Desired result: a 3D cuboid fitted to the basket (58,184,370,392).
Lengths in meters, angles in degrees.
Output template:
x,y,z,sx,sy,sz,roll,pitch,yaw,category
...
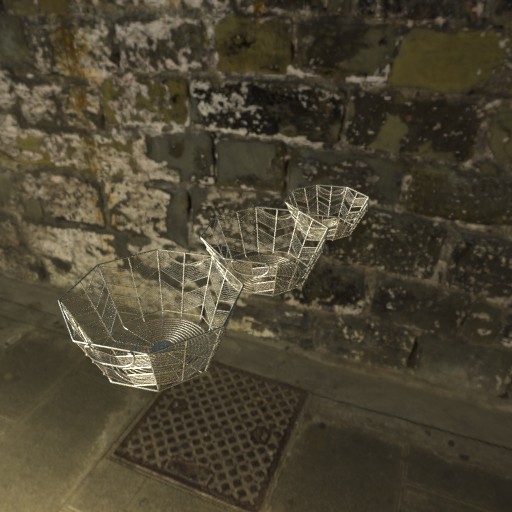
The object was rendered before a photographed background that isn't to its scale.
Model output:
x,y,z,sx,sy,sz,roll,pitch,yaw,category
0.000,0.000,1.376,0.432,0.178,1.246,20,35,31,basket
